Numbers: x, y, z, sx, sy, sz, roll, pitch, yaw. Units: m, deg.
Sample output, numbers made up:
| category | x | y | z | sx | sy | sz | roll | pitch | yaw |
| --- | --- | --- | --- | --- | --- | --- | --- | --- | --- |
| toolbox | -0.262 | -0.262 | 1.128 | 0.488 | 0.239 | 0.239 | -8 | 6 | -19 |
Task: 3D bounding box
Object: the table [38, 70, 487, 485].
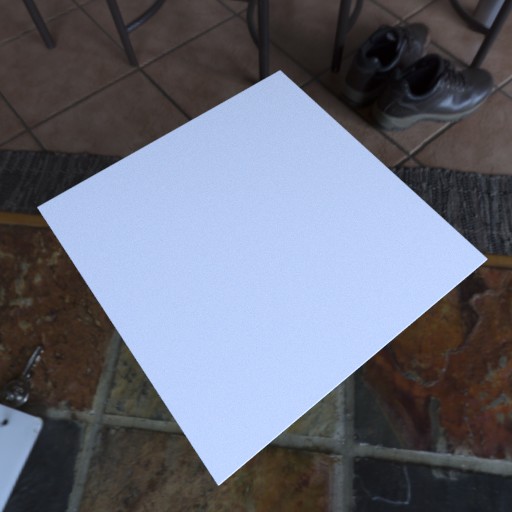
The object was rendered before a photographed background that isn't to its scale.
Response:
| category | x | y | z | sx | sy | sz | roll | pitch | yaw |
| --- | --- | --- | --- | --- | --- | --- | --- | --- | --- |
| table | 0.000 | 0.000 | 1.366 | 0.890 | 0.305 | 0.890 | -35 | 69 | -15 |
